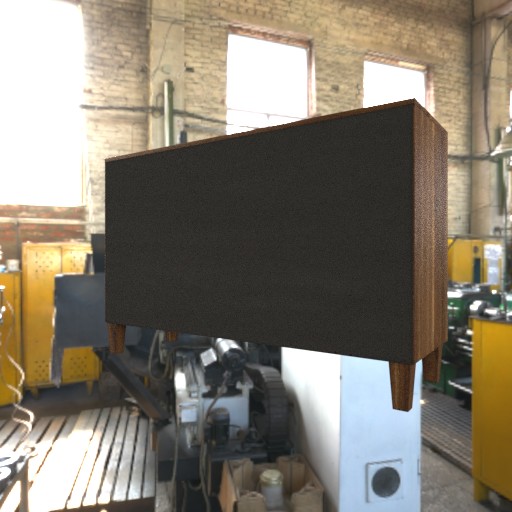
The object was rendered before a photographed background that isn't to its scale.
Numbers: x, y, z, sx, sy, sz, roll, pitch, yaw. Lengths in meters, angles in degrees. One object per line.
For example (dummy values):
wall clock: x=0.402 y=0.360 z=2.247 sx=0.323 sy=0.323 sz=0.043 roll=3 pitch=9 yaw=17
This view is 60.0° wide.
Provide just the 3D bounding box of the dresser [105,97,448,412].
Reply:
dresser: x=0.000 y=0.000 z=1.818 sx=1.387 sy=0.892 sz=0.438 roll=0 pitch=0 yaw=35
